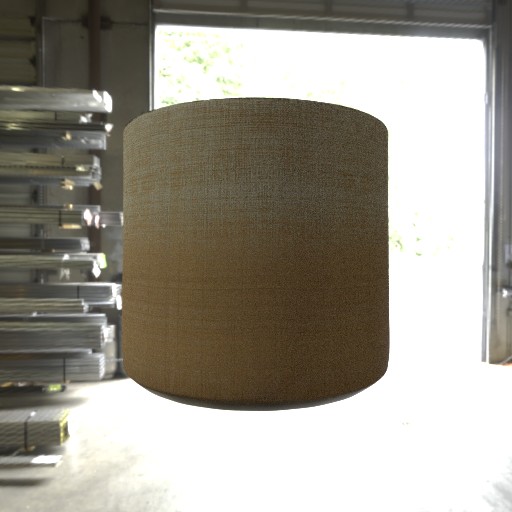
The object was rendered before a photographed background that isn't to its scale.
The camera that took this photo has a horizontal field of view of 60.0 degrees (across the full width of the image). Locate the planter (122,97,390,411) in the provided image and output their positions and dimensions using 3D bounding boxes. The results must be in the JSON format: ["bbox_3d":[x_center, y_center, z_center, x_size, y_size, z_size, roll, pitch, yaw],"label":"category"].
[{"bbox_3d":[0.000,0.000,0.380,0.221,0.201,0.221,0,1,0],"label":"planter"}]
